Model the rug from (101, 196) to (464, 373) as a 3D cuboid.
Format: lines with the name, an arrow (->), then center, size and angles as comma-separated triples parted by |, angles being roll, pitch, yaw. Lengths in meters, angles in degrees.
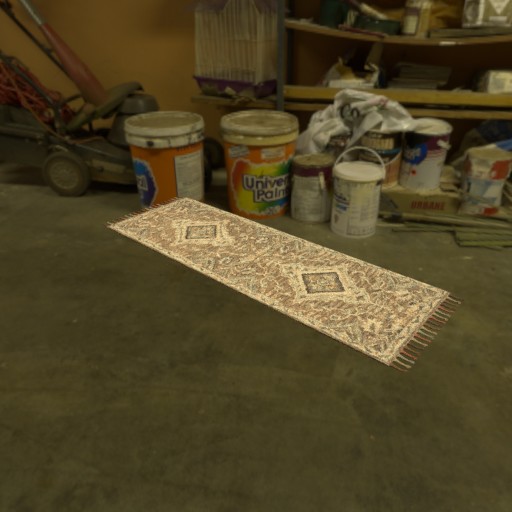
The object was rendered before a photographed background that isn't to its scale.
rug -> 0.000, 0.000, 2.746 | 1.324, 0.018, 2.378 | -18, 34, -29
